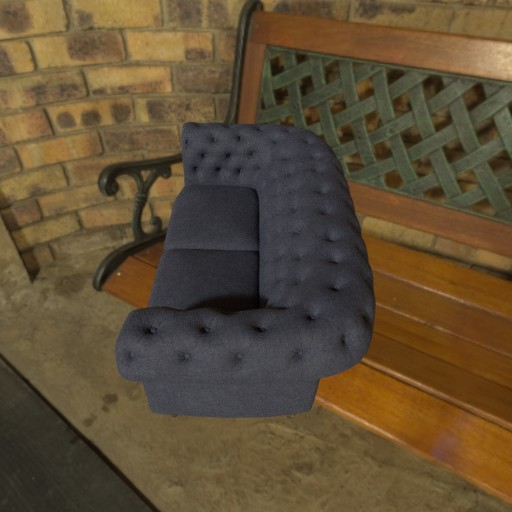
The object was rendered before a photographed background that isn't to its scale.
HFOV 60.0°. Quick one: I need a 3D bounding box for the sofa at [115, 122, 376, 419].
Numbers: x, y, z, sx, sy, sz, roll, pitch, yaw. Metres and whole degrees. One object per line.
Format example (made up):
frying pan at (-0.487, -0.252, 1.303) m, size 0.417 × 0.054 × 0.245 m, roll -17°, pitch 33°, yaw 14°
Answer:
sofa at (0.000, 0.000, 2.542) m, size 1.082 × 0.833 × 1.988 m, roll 0°, pitch 41°, yaw 0°
